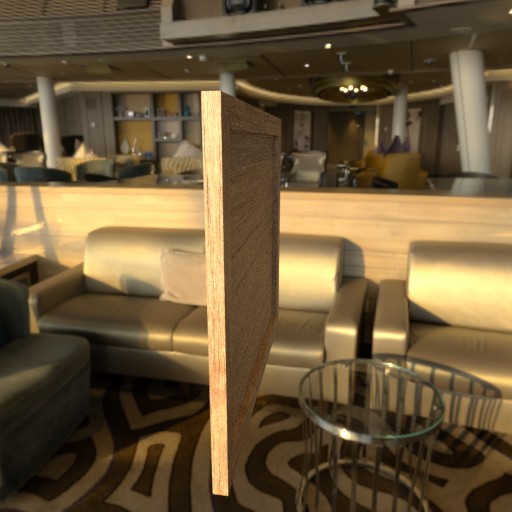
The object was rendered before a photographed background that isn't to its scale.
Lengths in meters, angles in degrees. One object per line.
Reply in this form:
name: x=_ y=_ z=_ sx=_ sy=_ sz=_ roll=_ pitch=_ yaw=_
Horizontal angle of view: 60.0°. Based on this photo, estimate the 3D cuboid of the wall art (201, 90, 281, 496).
wall art: x=0.000 y=0.000 z=0.941 sx=0.026 sy=0.588 sz=0.690 roll=2 pitch=14 yaw=9
